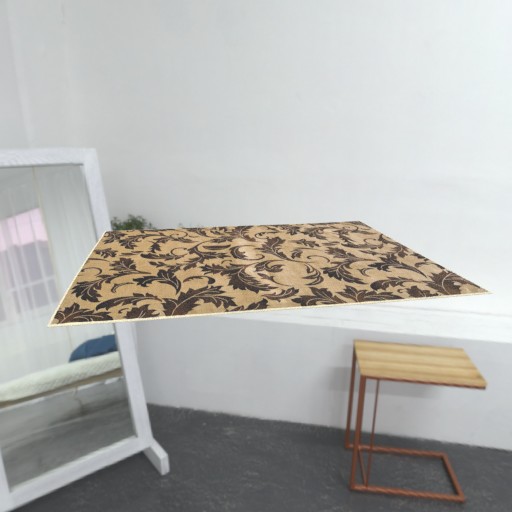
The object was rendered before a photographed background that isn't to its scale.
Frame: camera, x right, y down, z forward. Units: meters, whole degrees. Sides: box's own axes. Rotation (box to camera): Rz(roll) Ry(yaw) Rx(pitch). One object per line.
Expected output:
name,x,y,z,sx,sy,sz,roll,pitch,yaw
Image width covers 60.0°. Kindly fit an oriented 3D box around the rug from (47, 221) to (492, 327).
rug,0.000,0.000,3.984,2.977,0.008,2.380,-3,17,-10
